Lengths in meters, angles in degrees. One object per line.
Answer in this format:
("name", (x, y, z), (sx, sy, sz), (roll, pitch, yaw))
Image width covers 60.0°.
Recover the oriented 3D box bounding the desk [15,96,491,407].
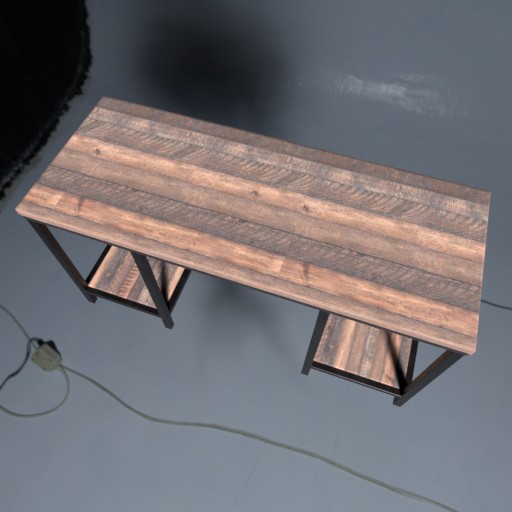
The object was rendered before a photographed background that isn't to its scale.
("desk", (0.000, 0.000, 1.866), (1.538, 0.753, 0.617), (17, 60, 10))
